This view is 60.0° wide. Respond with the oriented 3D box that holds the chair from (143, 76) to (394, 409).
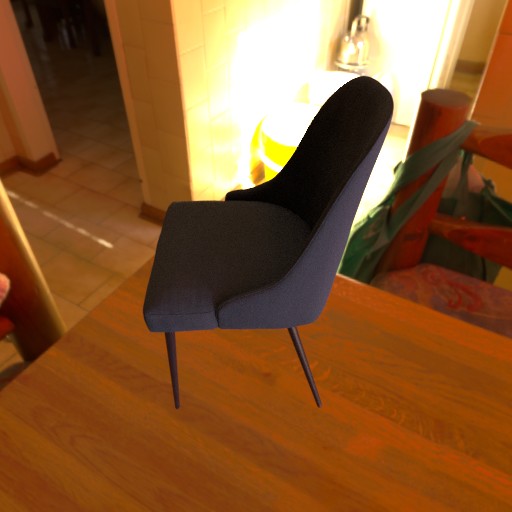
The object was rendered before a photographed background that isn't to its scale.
[{"bbox_3d":[0.000,0.000,1.213,0.559,0.896,0.478,0,41,0],"label":"chair"}]
